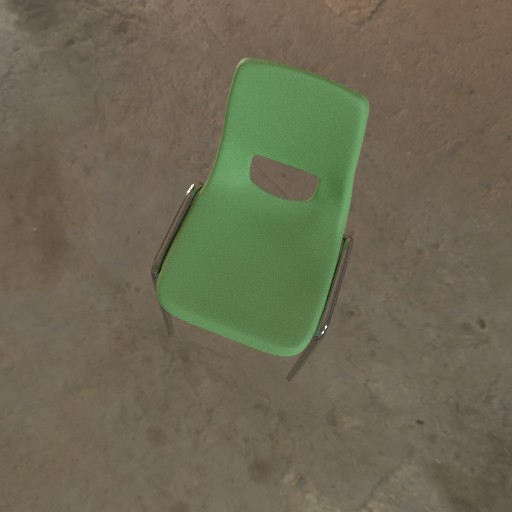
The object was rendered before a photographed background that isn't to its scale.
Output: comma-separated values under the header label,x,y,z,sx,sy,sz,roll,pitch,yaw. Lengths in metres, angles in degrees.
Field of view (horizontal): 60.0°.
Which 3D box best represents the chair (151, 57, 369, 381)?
label,x,y,z,sx,sy,sz,roll,pitch,yaw
chair,0.000,0.000,0.959,0.381,0.704,0.436,20,76,5
